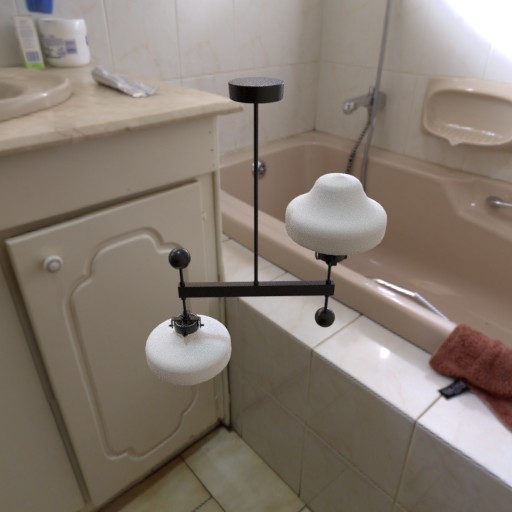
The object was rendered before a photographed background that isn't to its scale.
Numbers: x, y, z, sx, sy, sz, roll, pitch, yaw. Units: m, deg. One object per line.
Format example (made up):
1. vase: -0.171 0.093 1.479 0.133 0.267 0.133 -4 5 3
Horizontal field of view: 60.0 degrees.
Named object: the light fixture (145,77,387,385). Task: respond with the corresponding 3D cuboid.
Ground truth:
1. light fixture: 0.000 0.000 1.001 0.489 0.743 0.422 -22 37 -33
